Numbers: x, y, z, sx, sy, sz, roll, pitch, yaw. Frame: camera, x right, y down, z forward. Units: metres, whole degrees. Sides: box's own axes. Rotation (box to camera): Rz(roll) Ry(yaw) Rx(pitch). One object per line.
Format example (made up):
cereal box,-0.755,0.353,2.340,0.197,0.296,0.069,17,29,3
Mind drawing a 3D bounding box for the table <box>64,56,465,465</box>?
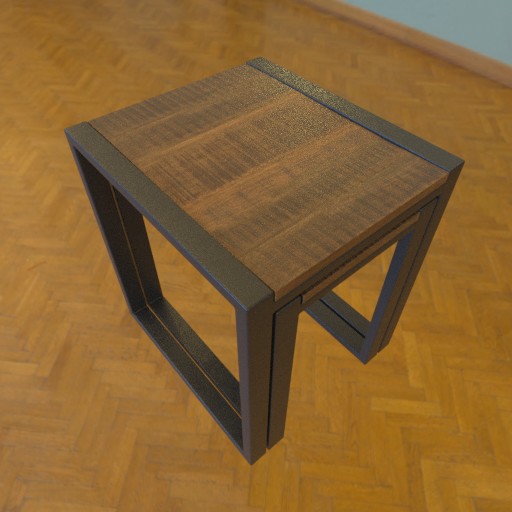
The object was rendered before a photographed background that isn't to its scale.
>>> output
table,0.000,0.000,0.935,0.449,0.550,0.500,-32,55,-26
